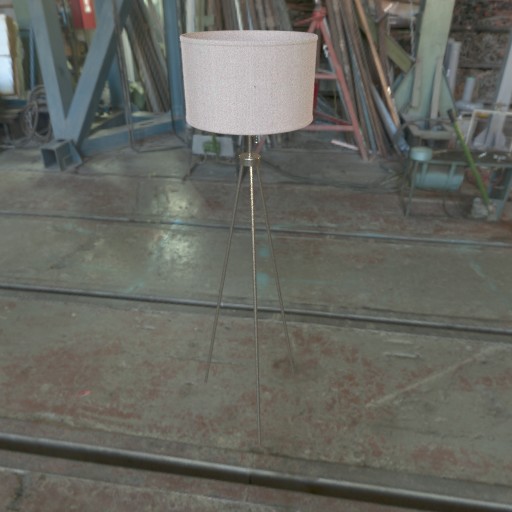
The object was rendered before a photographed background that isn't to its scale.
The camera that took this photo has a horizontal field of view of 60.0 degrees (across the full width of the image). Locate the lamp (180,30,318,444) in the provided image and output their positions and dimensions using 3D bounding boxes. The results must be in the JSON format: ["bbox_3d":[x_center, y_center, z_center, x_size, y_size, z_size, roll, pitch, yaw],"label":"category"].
[{"bbox_3d":[0.000,0.000,1.724,0.460,1.545,0.449,-21,36,-31],"label":"lamp"}]
